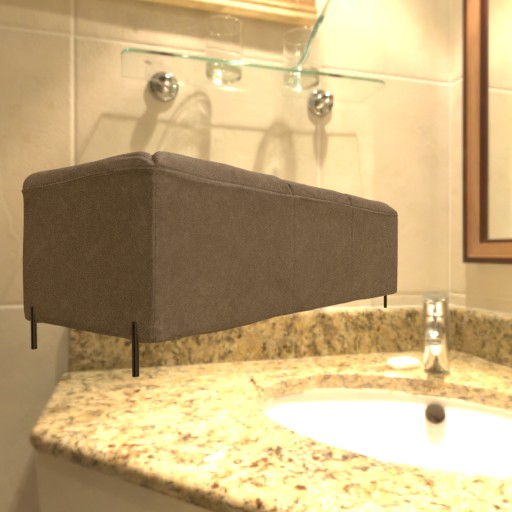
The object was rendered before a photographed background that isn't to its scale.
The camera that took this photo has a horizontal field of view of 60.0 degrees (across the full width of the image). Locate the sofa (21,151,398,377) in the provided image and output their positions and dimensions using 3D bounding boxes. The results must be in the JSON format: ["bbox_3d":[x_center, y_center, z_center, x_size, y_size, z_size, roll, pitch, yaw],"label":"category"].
[{"bbox_3d":[0.000,0.000,2.510,0.899,0.758,2.238,0,1,37],"label":"sofa"}]
